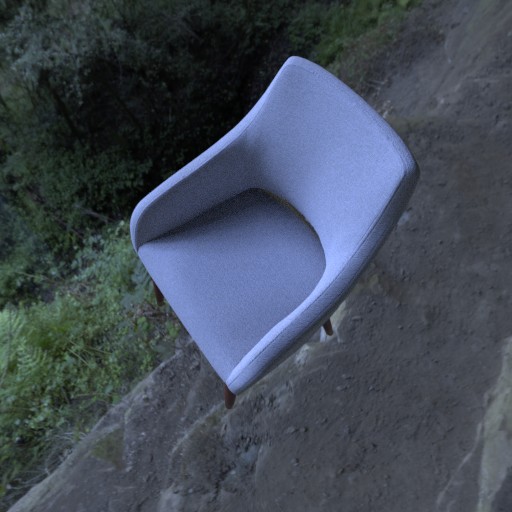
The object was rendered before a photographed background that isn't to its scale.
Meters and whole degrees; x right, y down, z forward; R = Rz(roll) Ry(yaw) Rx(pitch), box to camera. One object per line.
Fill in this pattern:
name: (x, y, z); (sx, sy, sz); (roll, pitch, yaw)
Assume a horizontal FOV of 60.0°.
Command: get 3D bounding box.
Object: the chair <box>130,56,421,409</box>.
chair: (0.000, 0.000, 1.307); (0.600, 0.889, 0.609); (-33, 68, -15)
